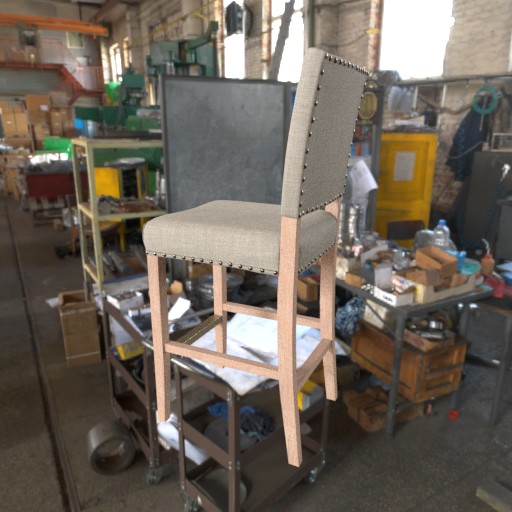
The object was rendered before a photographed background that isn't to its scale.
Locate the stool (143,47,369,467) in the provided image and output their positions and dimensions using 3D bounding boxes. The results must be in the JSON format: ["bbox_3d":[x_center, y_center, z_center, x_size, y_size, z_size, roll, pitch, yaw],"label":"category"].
[{"bbox_3d":[0.000,0.000,1.467,0.585,1.173,0.445,8,18,25],"label":"stool"}]
